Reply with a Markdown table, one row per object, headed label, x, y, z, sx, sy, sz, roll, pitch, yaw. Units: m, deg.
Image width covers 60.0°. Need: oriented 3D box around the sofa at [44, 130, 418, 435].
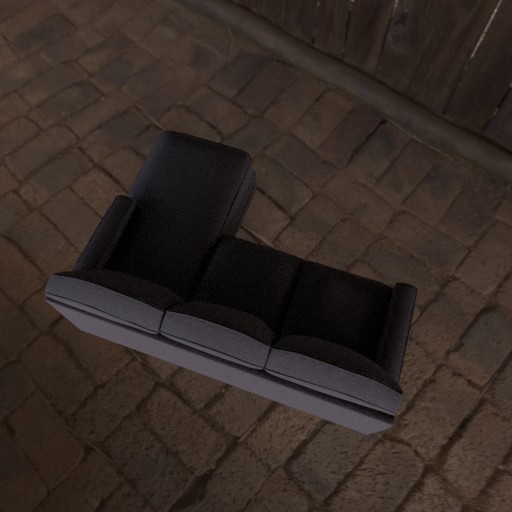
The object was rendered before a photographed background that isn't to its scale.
| label | x | y | z | sx | sy | sz | roll | pitch | yaw |
| --- | --- | --- | --- | --- | --- | --- | --- | --- | --- |
| sofa | 0.000 | 0.000 | 3.355 | 2.370 | 0.973 | 1.790 | 18 | 65 | 8 |
